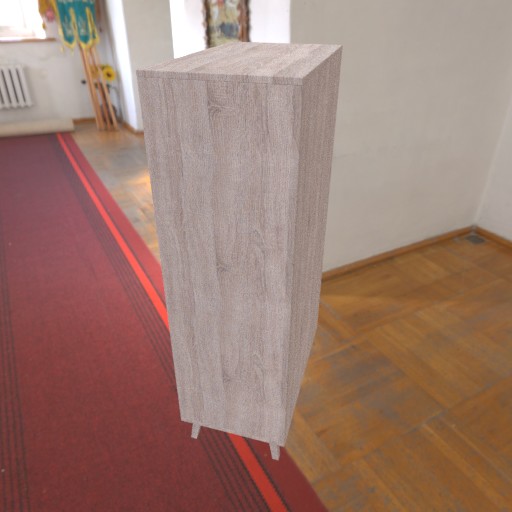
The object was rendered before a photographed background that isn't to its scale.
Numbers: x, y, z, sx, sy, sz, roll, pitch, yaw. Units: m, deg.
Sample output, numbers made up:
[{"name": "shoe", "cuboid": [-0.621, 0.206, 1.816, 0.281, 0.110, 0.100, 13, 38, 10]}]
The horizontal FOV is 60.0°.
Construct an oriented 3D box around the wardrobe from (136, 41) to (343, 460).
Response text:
[{"name": "wardrobe", "cuboid": [0.000, 0.000, 2.357, 0.600, 1.960, 1.000, 9, 32, 14]}]
